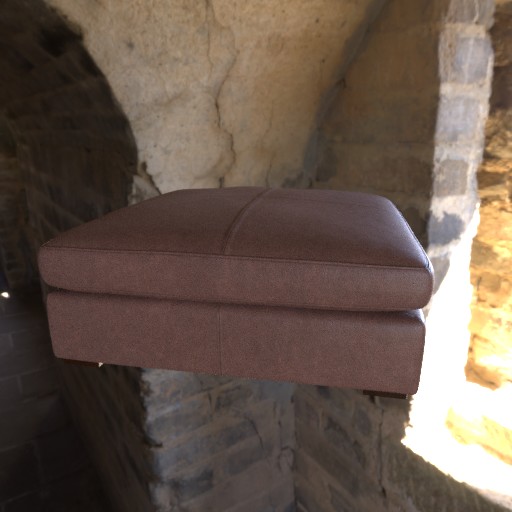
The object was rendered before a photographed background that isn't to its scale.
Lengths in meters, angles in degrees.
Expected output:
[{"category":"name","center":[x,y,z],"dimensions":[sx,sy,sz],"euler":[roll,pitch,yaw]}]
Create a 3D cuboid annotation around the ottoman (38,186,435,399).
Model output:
[{"category":"ottoman","center":[0.000,0.000,1.791],"dimensions":[1.168,0.490,1.168],"euler":[3,17,10]}]
